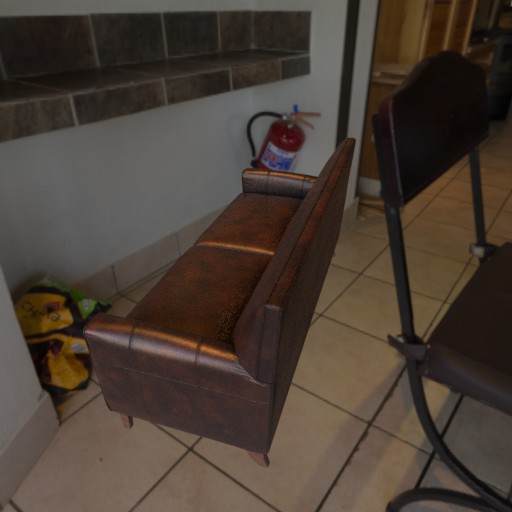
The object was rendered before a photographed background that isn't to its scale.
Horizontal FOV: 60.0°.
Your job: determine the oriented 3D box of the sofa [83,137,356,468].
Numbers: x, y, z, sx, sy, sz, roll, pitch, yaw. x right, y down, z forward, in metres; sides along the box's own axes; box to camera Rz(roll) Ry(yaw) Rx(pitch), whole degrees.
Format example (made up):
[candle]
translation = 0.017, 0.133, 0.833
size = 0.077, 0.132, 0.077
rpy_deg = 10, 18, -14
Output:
[sofa]
translation = 0.000, 0.000, 2.442
size = 0.786, 0.871, 1.995
rpy_deg = 9, 31, 15
